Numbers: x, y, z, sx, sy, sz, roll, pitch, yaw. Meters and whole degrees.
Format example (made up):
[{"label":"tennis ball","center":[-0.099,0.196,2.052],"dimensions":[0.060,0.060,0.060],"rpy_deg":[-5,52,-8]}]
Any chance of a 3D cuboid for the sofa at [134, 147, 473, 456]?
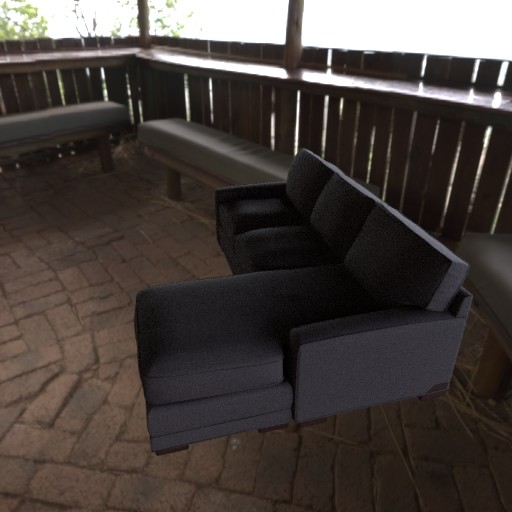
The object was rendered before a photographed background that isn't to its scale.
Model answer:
[{"label":"sofa","center":[0.000,0.000,3.275],"dimensions":[1.790,0.973,2.370],"rpy_deg":[-7,29,-13]}]
